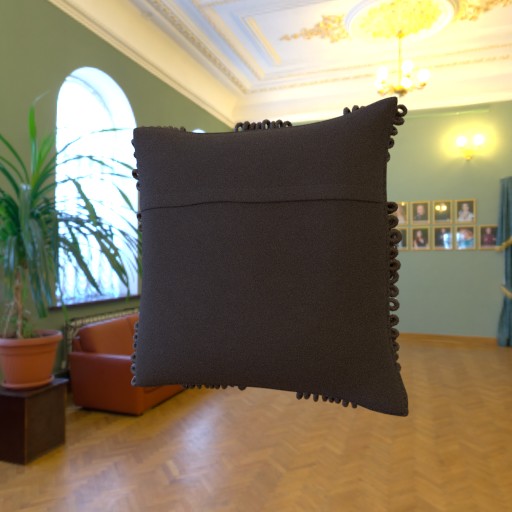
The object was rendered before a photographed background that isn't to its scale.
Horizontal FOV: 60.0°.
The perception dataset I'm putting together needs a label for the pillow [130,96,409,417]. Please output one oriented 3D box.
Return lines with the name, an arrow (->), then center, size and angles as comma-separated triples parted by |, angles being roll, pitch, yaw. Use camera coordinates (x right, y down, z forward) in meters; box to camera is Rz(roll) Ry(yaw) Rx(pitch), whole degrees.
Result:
pillow -> 0.000, 0.000, 0.724 | 0.470, 0.467, 0.172 | 0, 0, 18
